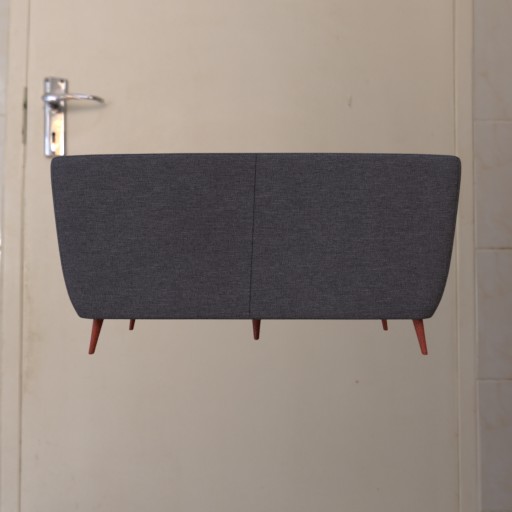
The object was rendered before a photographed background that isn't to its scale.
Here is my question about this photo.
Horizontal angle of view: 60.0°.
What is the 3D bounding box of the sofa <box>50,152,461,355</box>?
[{"bbox_3d":[0.000,0.000,2.372,1.929,0.896,0.975,0,-1,0],"label":"sofa"}]
